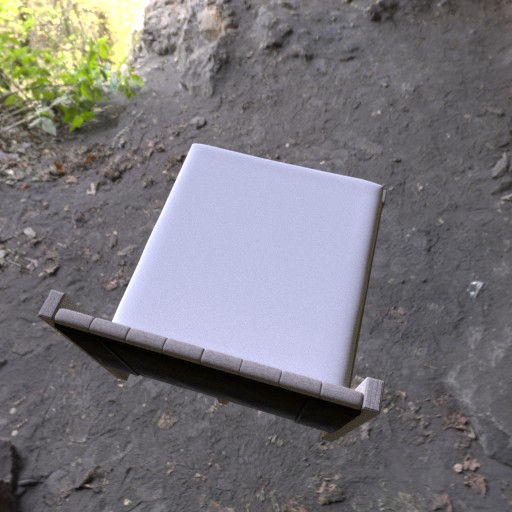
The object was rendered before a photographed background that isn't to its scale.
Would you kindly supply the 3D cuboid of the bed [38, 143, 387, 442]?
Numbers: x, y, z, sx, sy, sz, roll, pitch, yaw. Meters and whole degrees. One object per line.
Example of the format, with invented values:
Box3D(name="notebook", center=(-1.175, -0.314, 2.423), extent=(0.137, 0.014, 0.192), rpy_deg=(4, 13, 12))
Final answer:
Box3D(name="bed", center=(0.000, 0.000, 3.778), extent=(2.044, 1.748, 2.372), rpy_deg=(14, 63, 7))
